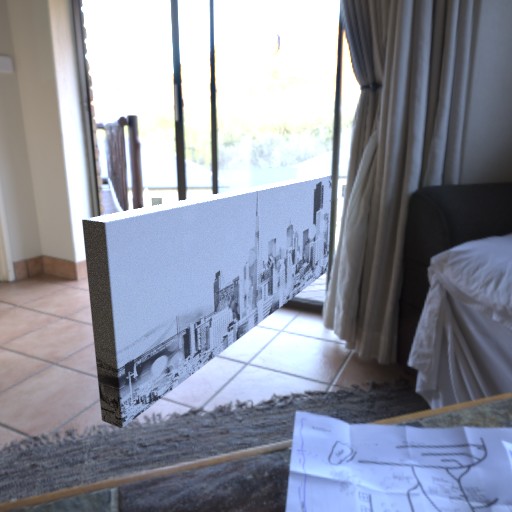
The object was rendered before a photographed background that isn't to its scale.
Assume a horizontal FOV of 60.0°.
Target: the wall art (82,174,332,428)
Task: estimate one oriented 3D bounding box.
[{"bbox_3d":[0.000,0.000,0.846,0.036,0.256,0.766,8,16,27],"label":"wall art"}]
